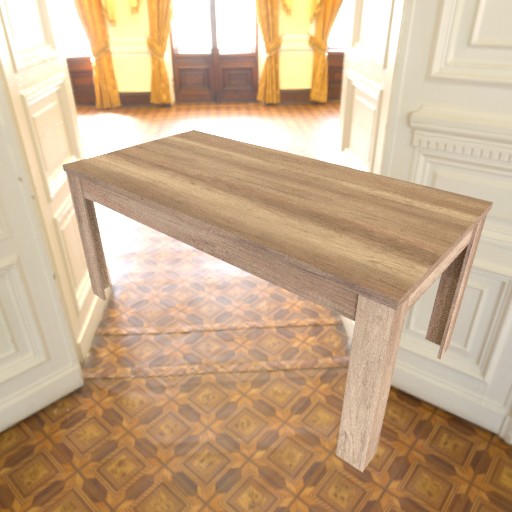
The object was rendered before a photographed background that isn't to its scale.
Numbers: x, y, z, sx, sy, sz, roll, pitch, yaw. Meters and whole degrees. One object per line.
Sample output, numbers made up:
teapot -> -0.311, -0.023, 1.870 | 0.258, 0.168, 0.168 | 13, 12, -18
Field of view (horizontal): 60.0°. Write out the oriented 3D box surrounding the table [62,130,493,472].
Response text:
table -> 0.000, 0.000, 2.231 | 1.800, 0.790, 0.900 | 23, 37, 34
